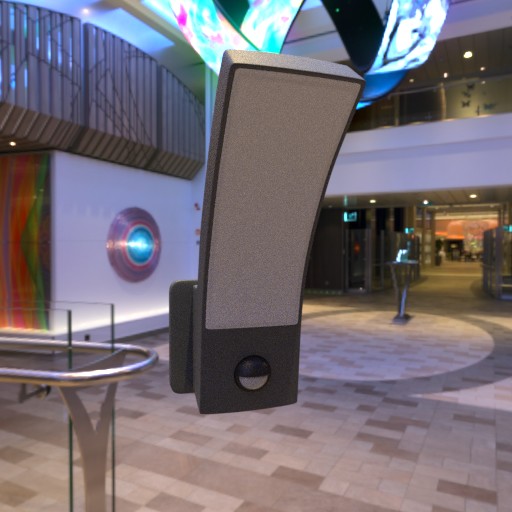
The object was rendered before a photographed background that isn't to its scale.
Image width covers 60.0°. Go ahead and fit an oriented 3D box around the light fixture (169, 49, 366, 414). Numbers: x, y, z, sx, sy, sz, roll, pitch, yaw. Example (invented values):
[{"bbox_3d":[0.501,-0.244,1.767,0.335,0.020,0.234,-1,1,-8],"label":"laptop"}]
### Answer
[{"bbox_3d":[0.000,0.000,0.330,0.108,0.243,0.174,0,1,-18],"label":"light fixture"}]
